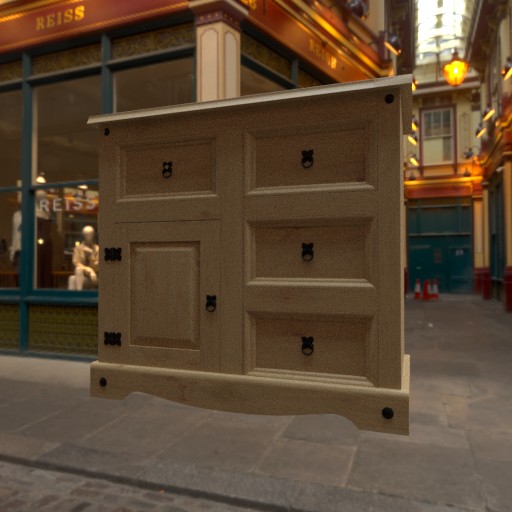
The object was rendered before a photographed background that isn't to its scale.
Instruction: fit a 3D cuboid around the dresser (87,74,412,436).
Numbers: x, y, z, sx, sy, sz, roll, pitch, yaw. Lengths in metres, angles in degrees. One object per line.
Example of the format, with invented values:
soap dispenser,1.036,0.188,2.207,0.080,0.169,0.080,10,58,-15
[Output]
dresser,0.000,0.000,1.371,0.915,0.835,0.440,0,-1,19
